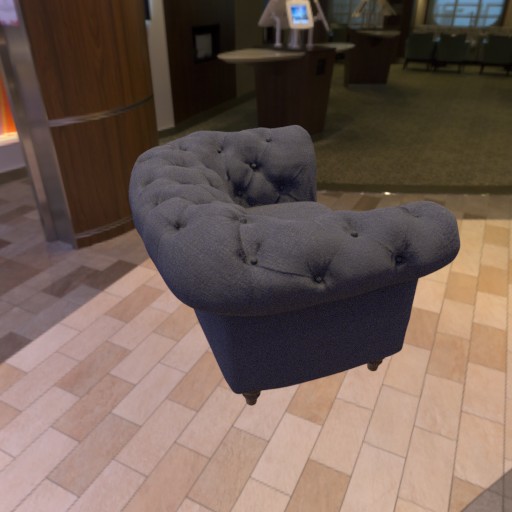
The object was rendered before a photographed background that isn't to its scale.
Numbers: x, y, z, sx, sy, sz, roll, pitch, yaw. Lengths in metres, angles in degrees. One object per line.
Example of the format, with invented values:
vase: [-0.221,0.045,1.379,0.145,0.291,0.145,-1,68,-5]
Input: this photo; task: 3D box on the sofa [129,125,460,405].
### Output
sofa: [0.000,0.000,2.041,1.032,0.878,1.405,-10,32,-17]
